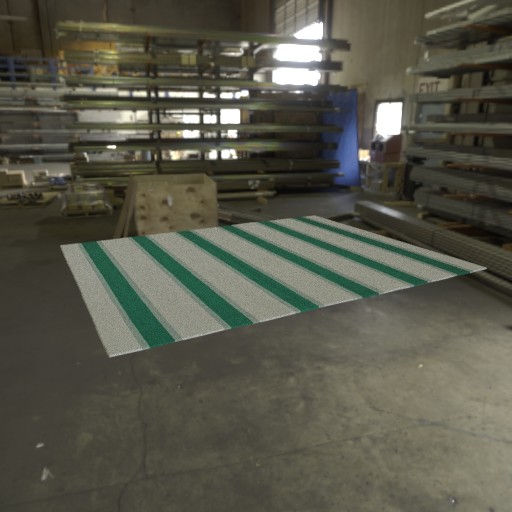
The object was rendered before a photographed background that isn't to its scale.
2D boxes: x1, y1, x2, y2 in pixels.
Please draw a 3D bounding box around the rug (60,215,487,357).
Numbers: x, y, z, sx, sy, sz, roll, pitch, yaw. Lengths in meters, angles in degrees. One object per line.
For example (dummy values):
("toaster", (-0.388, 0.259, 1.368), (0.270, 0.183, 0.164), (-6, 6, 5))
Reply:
("rug", (0.000, 0.000, 3.993), (3.041, 0.019, 2.434), (-9, 19, -27))
